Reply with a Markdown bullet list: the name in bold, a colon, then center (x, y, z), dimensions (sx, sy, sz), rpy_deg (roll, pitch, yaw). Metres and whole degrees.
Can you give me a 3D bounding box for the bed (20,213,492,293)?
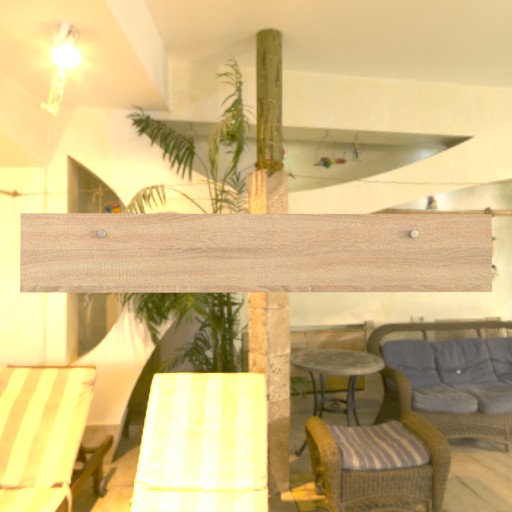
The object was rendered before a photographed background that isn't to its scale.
- **bed**: center (0.000, 0.000, 1.456), dimensions (1.200, 0.209, 0.685), rpy_deg (0, -1, -1)
